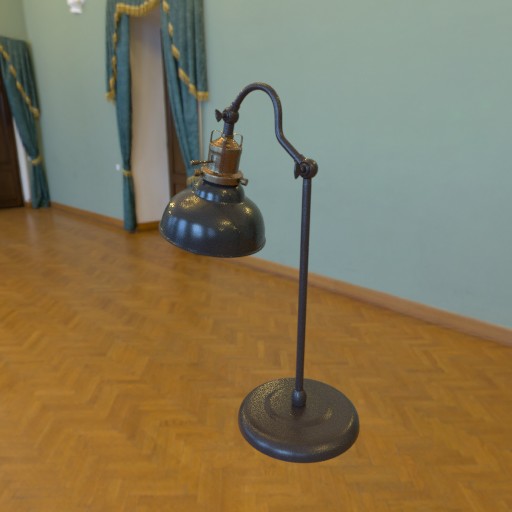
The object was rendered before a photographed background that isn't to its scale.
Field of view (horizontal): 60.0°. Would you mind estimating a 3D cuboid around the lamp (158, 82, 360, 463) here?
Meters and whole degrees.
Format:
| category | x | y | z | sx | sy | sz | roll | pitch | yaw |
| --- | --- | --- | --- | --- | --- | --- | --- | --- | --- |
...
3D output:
| category | x | y | z | sx | sy | sz | roll | pitch | yaw |
| --- | --- | --- | --- | --- | --- | --- | --- | --- | --- |
| lamp | 0.000 | 0.000 | 0.694 | 0.374 | 0.508 | 0.192 | 15 | 22 | 40 |
